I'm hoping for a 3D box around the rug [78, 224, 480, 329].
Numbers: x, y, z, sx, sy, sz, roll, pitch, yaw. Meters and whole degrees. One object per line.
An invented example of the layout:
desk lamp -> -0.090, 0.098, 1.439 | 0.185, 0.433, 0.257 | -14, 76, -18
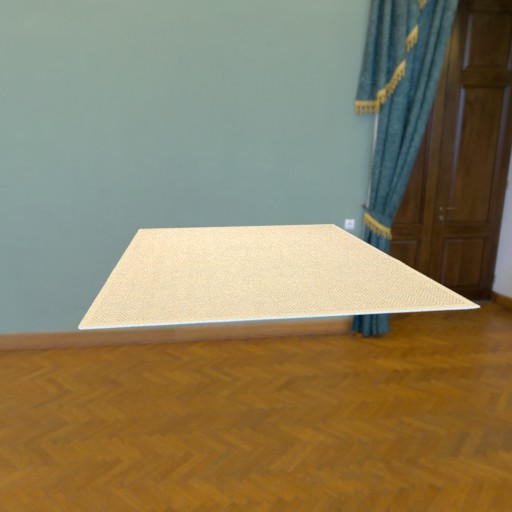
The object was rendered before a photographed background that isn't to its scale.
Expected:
rug -> 0.000, 0.000, 4.053 | 2.423, 0.019, 3.009 | -2, 14, -8
